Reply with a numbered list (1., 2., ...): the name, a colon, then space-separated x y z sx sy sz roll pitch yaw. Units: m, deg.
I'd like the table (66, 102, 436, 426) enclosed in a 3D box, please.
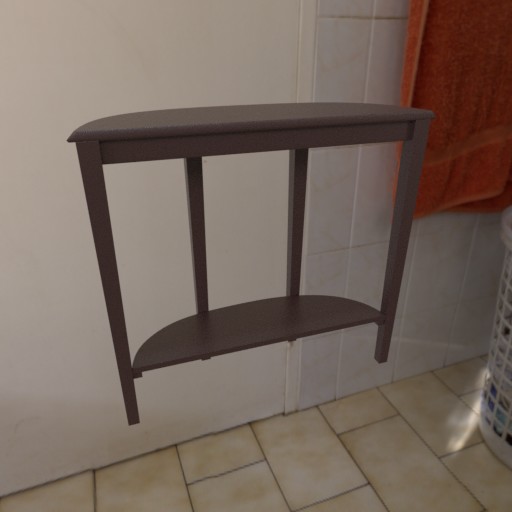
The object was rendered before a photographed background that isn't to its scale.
1. table: 0.000 0.000 1.327 0.909 0.831 0.274 -9 28 -17
